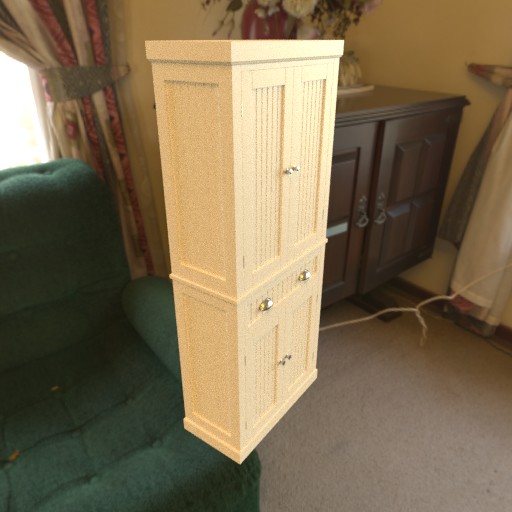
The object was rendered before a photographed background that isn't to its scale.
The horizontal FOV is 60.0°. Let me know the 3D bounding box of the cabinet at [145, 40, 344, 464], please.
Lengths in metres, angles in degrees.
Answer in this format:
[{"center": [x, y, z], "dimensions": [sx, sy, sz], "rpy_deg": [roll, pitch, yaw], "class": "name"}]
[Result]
[{"center": [0.000, 0.000, 2.091], "dimensions": [0.390, 1.829, 0.754], "rpy_deg": [18, 31, 32], "class": "cabinet"}]
